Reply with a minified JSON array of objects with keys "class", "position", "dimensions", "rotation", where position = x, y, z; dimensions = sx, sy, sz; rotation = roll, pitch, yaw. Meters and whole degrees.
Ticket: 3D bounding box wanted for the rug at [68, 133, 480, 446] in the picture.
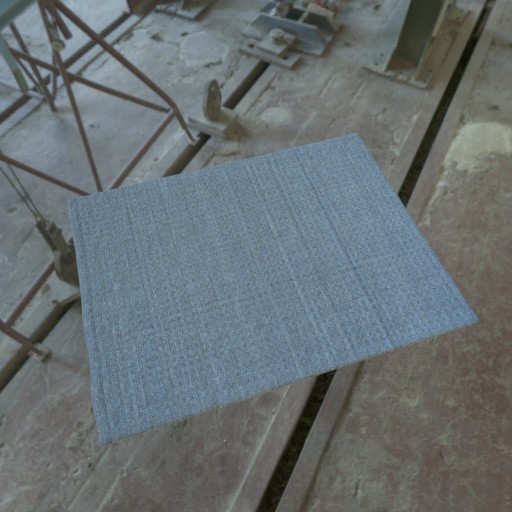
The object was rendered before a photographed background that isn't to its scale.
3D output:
[{"class":"rug","position":[0.000,0.000,4.108],"dimensions":[3.200,0.007,2.443],"rotation":[-15,59,-10]}]
